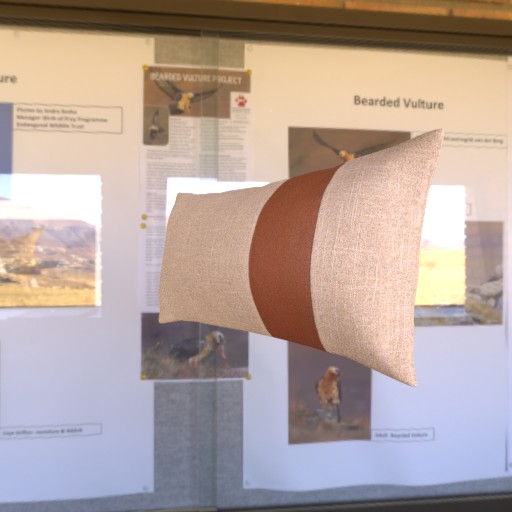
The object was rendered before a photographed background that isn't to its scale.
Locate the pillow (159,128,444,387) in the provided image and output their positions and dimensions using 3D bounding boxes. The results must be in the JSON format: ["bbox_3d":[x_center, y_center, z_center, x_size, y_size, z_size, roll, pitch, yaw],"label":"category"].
[{"bbox_3d":[0.000,0.000,0.719,0.155,0.282,0.612,0,-1,-38],"label":"pillow"}]
